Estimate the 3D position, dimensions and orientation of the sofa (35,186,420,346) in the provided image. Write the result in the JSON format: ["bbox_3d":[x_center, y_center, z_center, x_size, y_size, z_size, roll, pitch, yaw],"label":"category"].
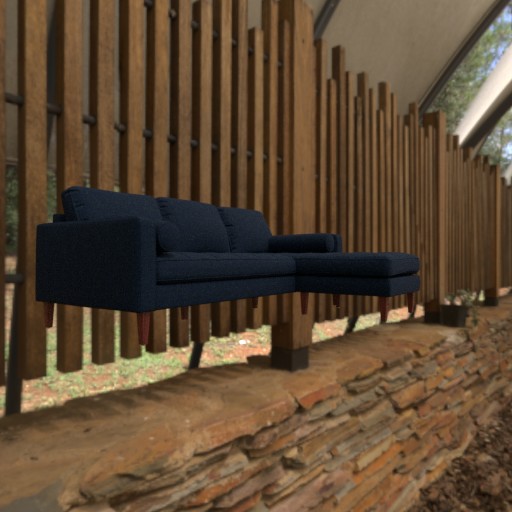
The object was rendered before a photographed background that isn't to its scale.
[{"bbox_3d":[0.000,0.000,2.962,1.613,0.841,2.185,0,0,36],"label":"sofa"}]
